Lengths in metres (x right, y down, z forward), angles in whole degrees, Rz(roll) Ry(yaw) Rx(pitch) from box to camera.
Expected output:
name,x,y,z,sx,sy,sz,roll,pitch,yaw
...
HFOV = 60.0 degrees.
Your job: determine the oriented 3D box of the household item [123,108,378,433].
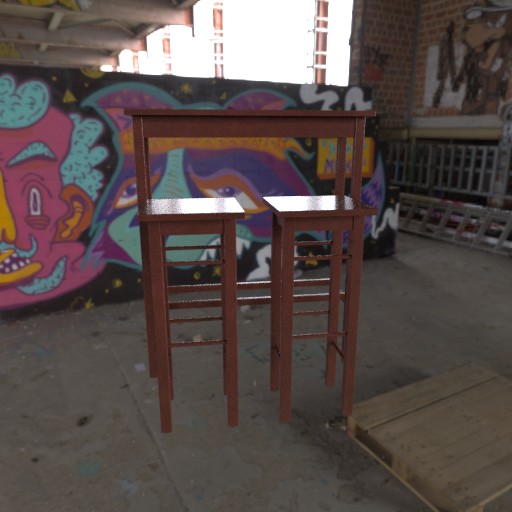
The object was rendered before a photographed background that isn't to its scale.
name,x,y,z,sx,sy,sz,roll,pitch,yaw
household item,0.000,0.000,1.695,0.914,1.067,0.676,-2,15,-8
